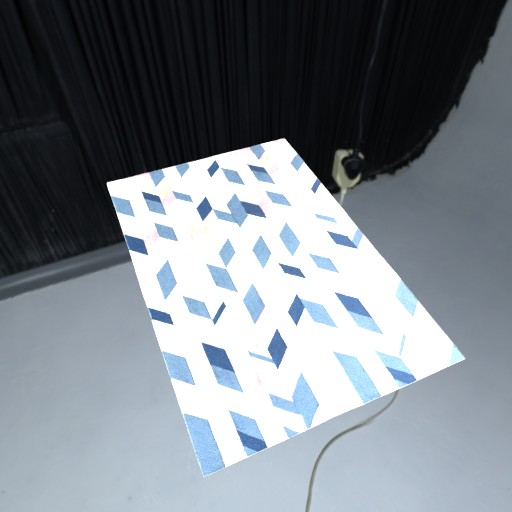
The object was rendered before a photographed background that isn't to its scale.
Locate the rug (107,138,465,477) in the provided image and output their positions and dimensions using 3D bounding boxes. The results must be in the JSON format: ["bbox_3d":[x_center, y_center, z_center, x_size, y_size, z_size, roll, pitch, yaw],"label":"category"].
[{"bbox_3d":[0.000,0.000,2.302,1.202,0.006,1.813,-18,51,-15],"label":"rug"}]
